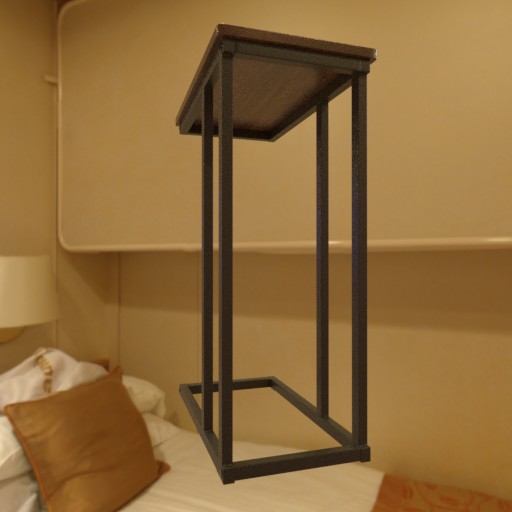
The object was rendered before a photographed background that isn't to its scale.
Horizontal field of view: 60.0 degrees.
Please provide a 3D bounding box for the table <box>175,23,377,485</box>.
[{"bbox_3d":[0.000,0.000,0.858,0.254,0.637,0.450,0,0,-18],"label":"table"}]
